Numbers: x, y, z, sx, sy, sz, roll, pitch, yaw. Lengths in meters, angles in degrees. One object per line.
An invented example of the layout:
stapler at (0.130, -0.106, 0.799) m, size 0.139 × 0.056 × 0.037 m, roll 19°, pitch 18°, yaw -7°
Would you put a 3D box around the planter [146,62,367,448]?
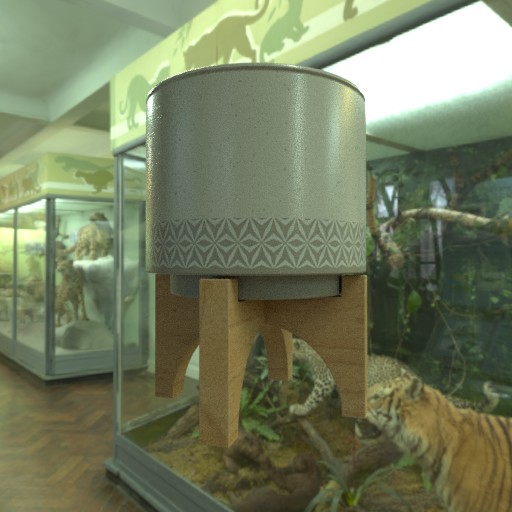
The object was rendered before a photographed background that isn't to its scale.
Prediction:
planter at (0.000, 0.000, 0.268) m, size 0.130 × 0.178 × 0.130 m, roll 0°, pitch 0°, yaw 0°
